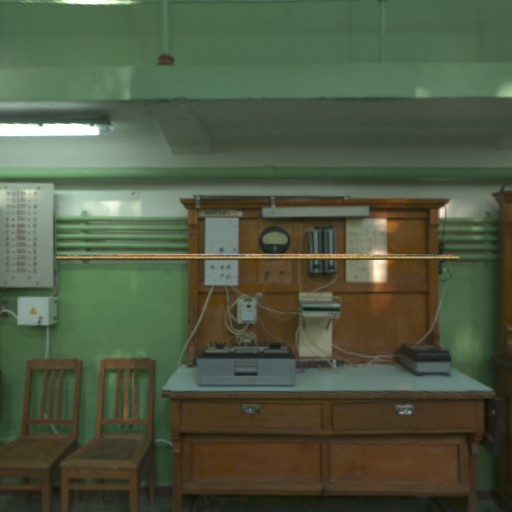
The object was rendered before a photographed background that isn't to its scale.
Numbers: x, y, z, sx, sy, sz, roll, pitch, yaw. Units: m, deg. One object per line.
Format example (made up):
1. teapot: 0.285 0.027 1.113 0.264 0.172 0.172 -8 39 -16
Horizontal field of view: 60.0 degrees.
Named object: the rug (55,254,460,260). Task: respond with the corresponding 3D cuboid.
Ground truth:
1. rug: 0.000 0.000 4.176 2.435 0.031 3.040 0 0 0
